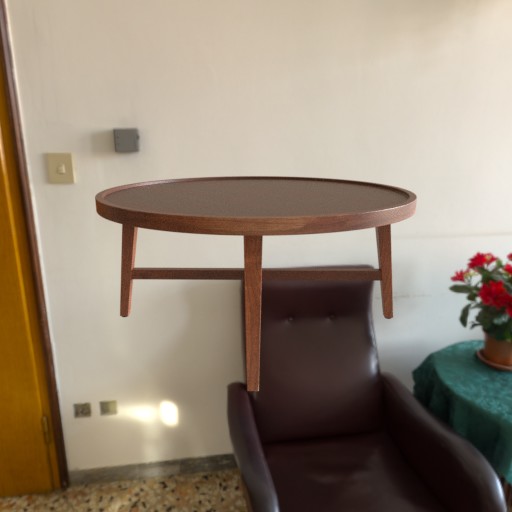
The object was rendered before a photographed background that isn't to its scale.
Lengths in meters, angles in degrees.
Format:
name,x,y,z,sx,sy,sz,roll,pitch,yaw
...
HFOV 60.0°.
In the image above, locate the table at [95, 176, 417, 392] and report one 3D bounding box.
name,x,y,z,sx,sy,sz,roll,pitch,yaw
table,0.000,0.000,1.215,0.800,0.360,0.800,0,15,0
